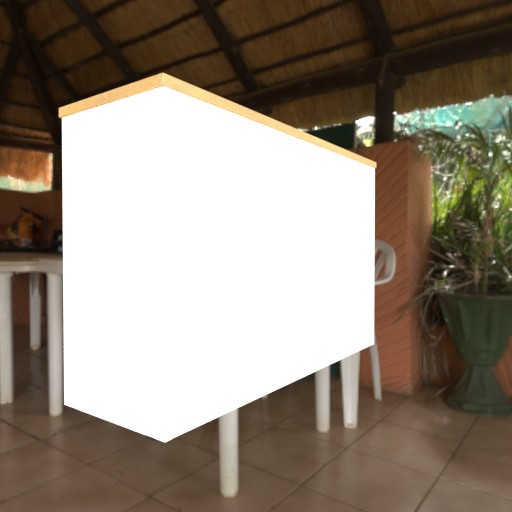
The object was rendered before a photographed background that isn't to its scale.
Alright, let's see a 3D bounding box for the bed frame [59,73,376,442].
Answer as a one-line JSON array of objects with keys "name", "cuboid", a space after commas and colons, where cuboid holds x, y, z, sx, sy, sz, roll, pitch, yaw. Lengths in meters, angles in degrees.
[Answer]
[{"name": "bed frame", "cuboid": [0.000, 0.000, 1.655, 0.430, 0.850, 1.300, 1, 1, 36]}]
